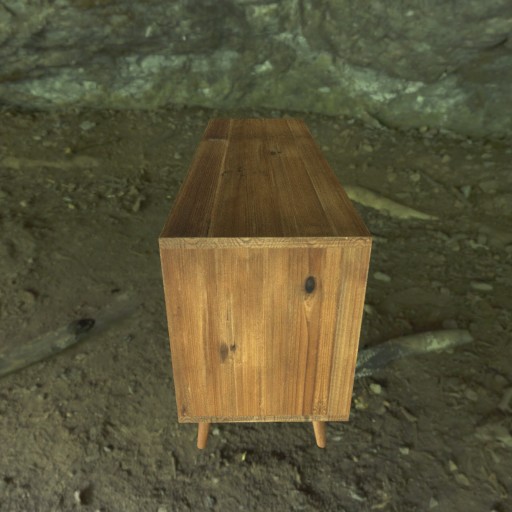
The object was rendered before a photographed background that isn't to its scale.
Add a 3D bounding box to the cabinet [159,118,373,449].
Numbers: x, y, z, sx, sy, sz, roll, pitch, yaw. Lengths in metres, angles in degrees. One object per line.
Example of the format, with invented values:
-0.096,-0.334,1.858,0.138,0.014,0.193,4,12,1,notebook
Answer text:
0.000,0.000,1.733,0.472,0.800,1.400,0,27,-1,cabinet
